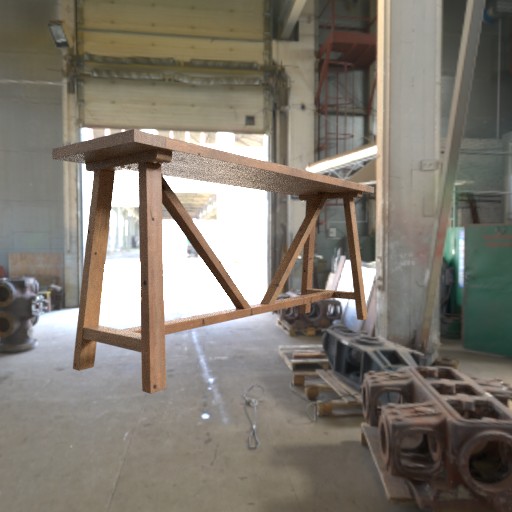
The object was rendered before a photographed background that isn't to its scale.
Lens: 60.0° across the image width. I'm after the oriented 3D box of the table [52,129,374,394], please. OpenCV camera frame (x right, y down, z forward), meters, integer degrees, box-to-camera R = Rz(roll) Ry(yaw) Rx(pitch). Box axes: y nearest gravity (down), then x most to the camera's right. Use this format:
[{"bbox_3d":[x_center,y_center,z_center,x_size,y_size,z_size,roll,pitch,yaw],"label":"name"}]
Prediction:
[{"bbox_3d":[0.000,0.000,2.177,0.465,0.810,1.800,2,3,37],"label":"table"}]
